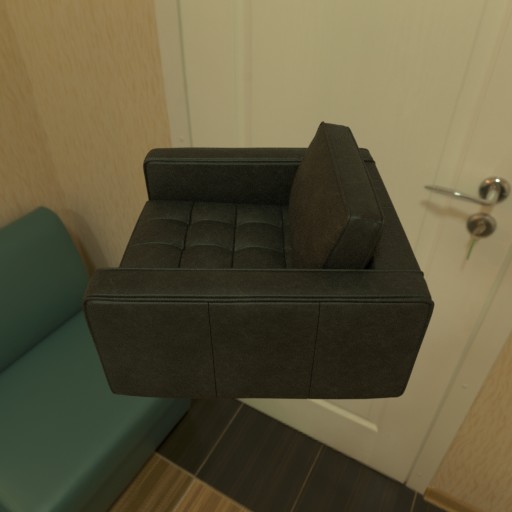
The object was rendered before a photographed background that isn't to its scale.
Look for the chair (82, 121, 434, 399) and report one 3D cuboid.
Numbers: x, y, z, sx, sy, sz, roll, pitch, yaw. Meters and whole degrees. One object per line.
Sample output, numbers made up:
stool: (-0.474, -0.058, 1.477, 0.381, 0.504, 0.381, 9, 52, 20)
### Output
chair: (0.000, 0.000, 1.564, 0.914, 0.763, 0.889, 0, 39, 0)
